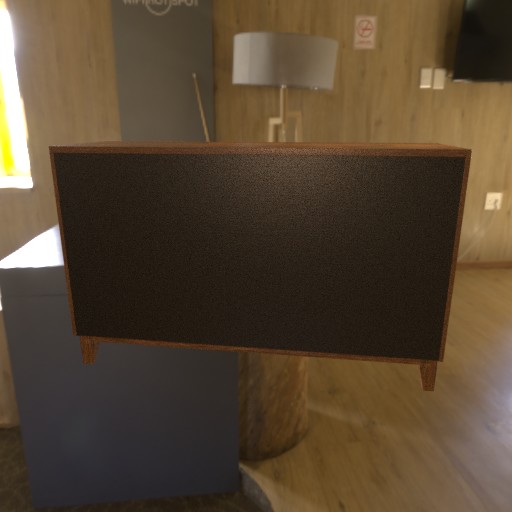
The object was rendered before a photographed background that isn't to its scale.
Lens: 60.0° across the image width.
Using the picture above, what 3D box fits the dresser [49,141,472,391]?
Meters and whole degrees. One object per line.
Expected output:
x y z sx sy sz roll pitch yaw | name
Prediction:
0.000 0.000 1.786 1.400 0.873 0.446 2 17 8 | dresser
